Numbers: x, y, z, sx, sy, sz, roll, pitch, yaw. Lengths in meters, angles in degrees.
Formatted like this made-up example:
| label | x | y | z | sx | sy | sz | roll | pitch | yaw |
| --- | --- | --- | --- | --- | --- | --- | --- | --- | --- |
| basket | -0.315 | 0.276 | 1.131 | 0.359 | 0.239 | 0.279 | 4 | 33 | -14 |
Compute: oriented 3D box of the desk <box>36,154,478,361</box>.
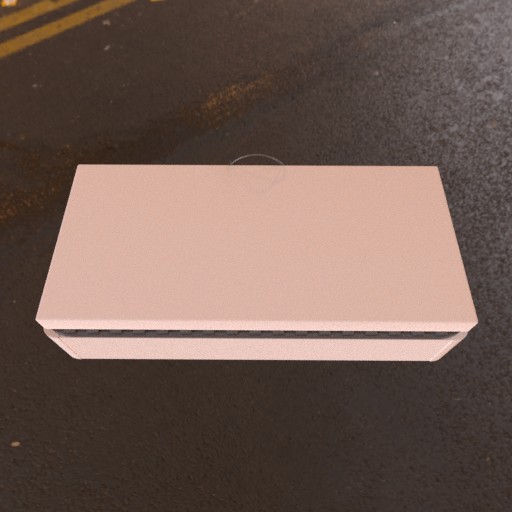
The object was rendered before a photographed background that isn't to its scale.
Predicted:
| label | x | y | z | sx | sy | sz | roll | pitch | yaw |
| --- | --- | --- | --- | --- | --- | --- | --- | --- | --- |
| desk | 0.000 | 0.000 | 2.215 | 1.900 | 0.526 | 0.900 | 0 | 60 | 0 |
